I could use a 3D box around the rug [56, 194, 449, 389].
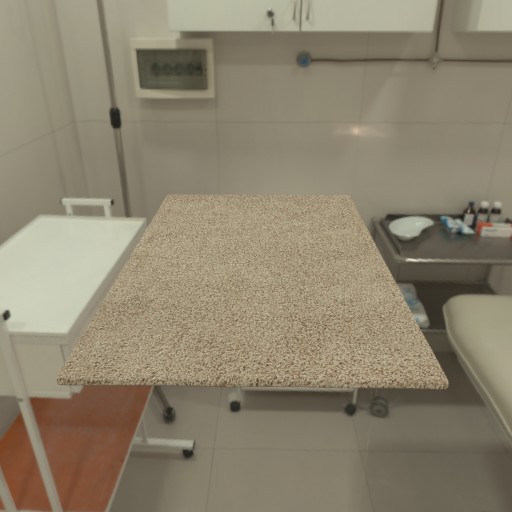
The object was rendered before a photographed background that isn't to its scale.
[{"bbox_3d":[0.000,0.000,2.159,1.219,0.030,1.778,0,27,1],"label":"rug"}]
